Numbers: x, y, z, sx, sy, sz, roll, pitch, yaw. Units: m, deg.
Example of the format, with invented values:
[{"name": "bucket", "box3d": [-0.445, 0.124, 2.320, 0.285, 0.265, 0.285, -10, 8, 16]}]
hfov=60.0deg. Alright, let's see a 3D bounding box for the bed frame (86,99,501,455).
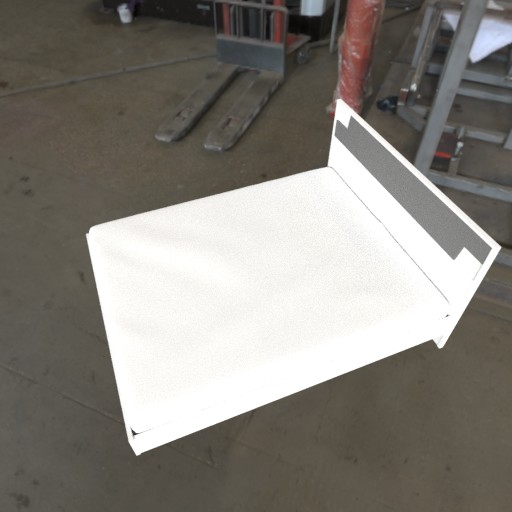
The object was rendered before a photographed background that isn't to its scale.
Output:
[{"name": "bed frame", "box3d": [0.000, 0.000, 2.976, 2.100, 1.001, 1.711, -17, 49, -15]}]
